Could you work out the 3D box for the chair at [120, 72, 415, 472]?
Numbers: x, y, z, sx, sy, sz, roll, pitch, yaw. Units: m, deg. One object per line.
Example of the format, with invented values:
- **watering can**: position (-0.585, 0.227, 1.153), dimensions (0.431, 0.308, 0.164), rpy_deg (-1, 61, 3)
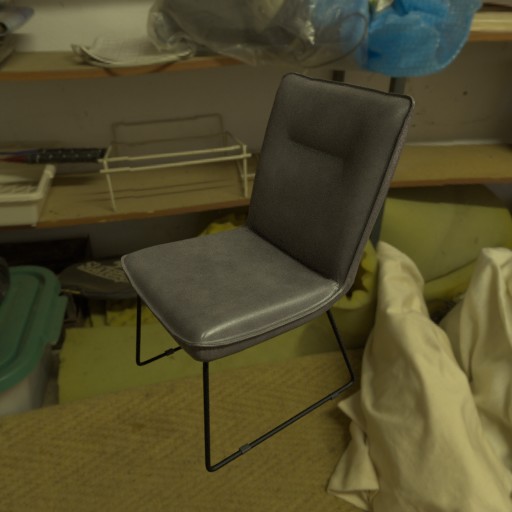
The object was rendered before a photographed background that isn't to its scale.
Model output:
- **chair**: position (0.000, 0.000, 1.331), dimensions (0.688, 0.932, 0.515), rpy_deg (-20, 36, -30)
